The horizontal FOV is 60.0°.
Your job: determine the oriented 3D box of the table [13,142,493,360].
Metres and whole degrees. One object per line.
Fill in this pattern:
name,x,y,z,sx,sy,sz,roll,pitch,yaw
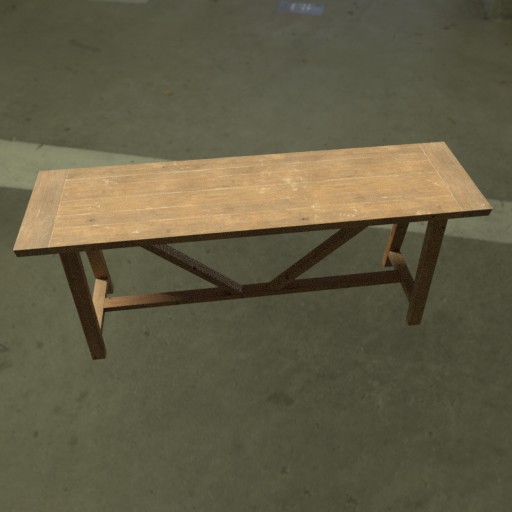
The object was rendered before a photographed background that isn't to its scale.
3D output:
table,0.000,0.000,2.105,1.800,0.810,0.465,-5,48,-5
